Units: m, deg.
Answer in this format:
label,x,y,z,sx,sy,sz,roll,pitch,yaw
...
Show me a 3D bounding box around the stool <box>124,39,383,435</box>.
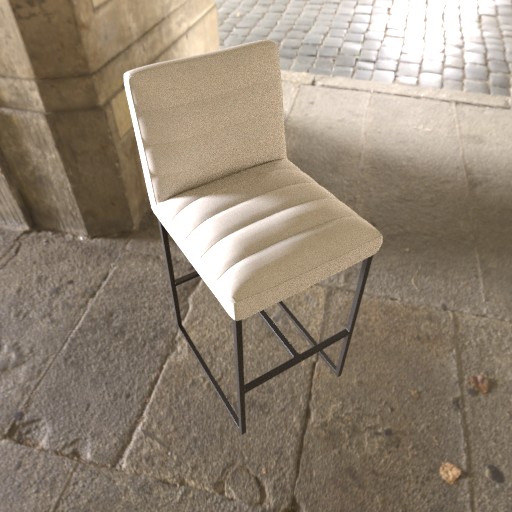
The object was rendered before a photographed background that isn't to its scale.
label,x,y,z,sx,sy,sz,roll,pitch,yaw
stool,0.000,0.000,1.383,0.464,1.061,0.573,-24,50,-22
